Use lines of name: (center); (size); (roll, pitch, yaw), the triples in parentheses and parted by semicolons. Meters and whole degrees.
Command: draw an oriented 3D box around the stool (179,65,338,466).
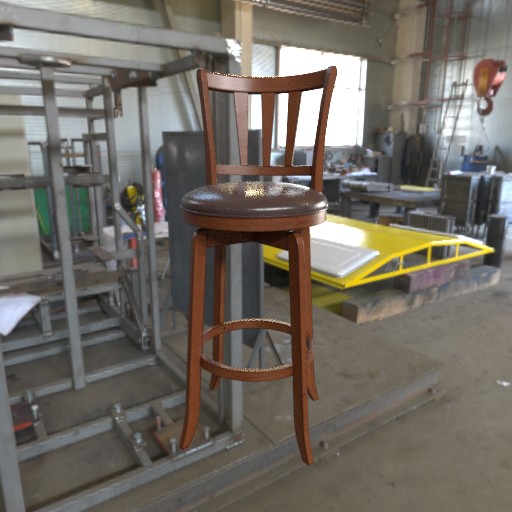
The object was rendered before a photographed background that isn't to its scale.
stool: (0.000, 0.000, 1.427); (0.464, 1.177, 0.503); (3, 15, 10)
